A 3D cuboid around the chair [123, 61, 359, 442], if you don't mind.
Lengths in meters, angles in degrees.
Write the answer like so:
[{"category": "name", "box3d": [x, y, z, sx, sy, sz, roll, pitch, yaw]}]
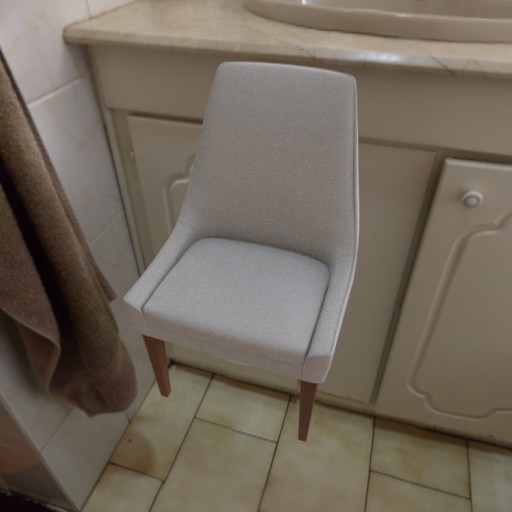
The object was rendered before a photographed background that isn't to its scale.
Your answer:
[{"category": "chair", "box3d": [0.000, 0.000, 1.207, 0.529, 0.861, 0.544, 12, 41, 15]}]
